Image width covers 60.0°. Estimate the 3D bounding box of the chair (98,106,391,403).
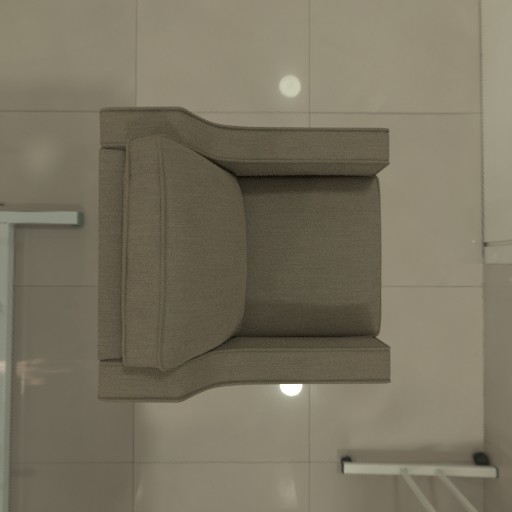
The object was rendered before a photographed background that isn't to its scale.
[{"bbox_3d":[0.000,0.000,1.593,0.909,0.960,0.831,0,89,-1],"label":"chair"}]
